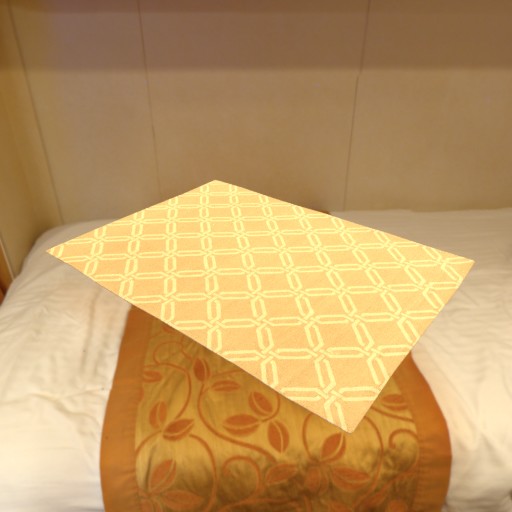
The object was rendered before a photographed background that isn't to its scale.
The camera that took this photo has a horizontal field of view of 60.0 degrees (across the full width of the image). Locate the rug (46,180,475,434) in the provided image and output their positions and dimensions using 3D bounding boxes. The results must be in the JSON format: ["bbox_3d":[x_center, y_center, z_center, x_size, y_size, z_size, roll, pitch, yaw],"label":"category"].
[{"bbox_3d":[0.000,0.000,4.244,3.365,0.020,2.452,22,37,32],"label":"rug"}]
